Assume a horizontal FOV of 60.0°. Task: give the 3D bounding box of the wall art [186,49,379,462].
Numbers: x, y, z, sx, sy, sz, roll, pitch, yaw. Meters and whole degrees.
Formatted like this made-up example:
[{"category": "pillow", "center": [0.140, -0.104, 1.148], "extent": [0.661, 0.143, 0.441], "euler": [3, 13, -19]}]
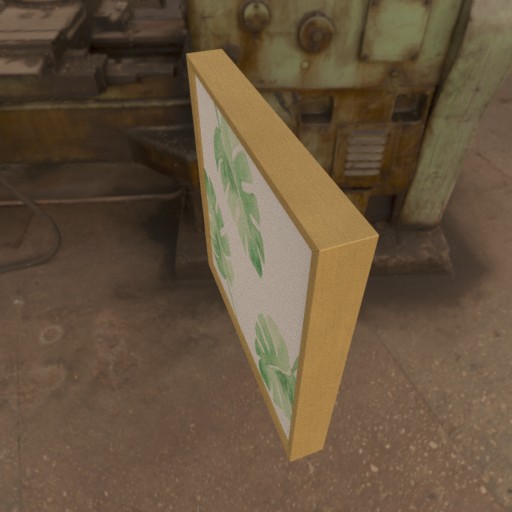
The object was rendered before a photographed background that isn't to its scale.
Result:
[{"category": "wall art", "center": [0.000, 0.000, 0.458], "extent": [0.038, 0.305, 0.305], "euler": [-15, 47, -14]}]
